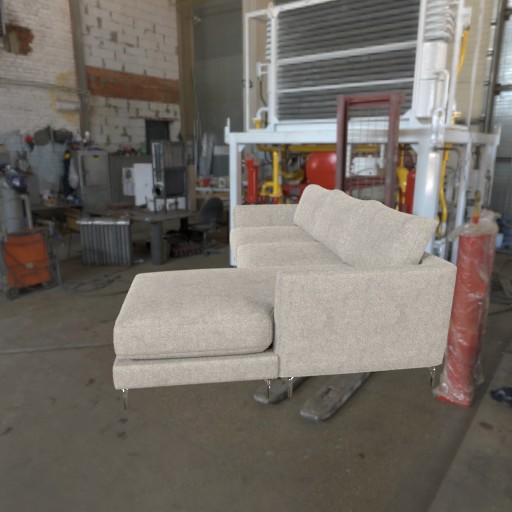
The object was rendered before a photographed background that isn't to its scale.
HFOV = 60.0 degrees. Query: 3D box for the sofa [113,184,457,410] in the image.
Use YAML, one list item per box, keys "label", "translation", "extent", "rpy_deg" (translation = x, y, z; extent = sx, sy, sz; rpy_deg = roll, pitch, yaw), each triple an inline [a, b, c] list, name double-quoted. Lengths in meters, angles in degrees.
- label: "sofa"
  translation: [0.000, 0.000, 3.159]
  extent: [1.626, 0.864, 2.438]
  rpy_deg: [-2, 14, -8]
